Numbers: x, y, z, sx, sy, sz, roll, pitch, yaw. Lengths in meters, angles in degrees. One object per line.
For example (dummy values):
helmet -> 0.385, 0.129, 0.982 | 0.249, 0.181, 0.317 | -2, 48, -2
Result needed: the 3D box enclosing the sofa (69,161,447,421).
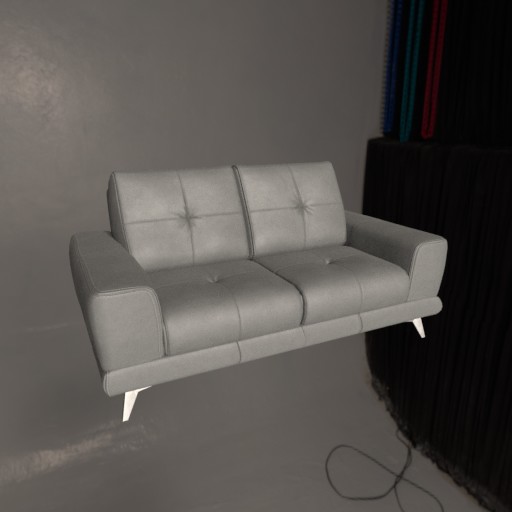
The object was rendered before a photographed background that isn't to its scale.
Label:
sofa -> 0.000, 0.000, 2.368 | 1.806, 0.907, 1.018 | -8, 19, -25
